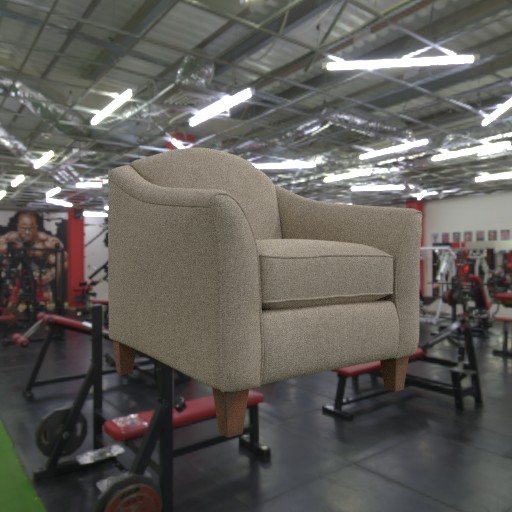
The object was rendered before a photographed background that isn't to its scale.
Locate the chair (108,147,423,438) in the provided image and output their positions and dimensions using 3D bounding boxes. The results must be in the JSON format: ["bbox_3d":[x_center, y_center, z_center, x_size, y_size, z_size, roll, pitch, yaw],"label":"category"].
[{"bbox_3d":[0.000,0.000,1.471,0.763,0.839,0.787,0,0,-35],"label":"chair"}]
